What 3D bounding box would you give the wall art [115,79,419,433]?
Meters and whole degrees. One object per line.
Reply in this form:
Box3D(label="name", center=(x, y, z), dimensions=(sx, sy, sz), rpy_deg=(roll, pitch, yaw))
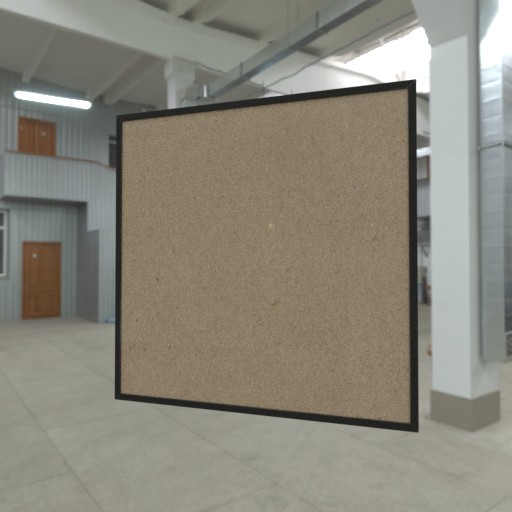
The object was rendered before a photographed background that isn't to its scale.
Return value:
Box3D(label="wall art", center=(0.000, 0.000, 0.447), dimensions=(0.305, 0.305, 0.038), rpy_deg=(0, -1, 18))
